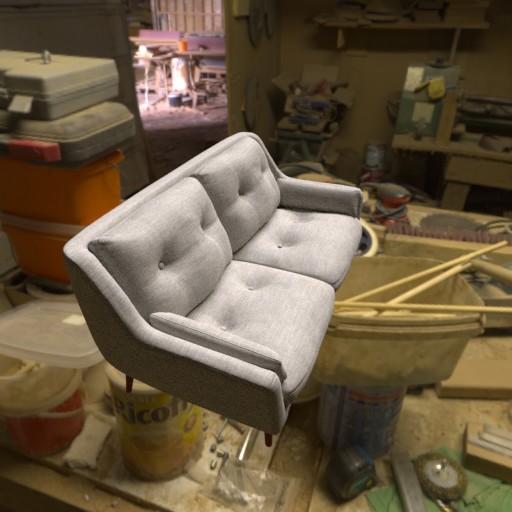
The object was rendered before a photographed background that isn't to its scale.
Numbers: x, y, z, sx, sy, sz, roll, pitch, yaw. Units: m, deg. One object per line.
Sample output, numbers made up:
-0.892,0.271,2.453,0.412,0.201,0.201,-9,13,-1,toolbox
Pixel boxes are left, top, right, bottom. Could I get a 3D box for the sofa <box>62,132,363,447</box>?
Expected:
0.000,0.000,2.460,0.976,0.897,1.930,11,32,18,sofa
